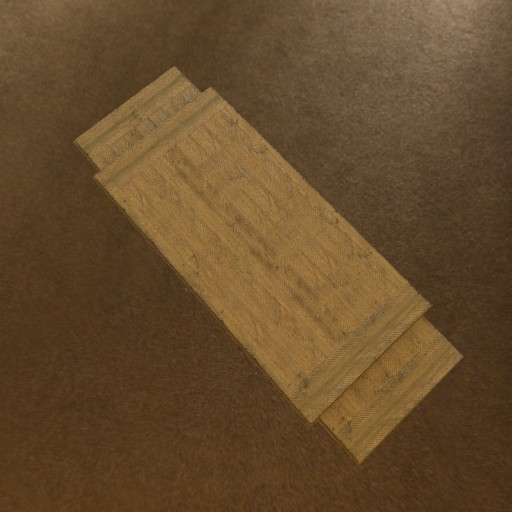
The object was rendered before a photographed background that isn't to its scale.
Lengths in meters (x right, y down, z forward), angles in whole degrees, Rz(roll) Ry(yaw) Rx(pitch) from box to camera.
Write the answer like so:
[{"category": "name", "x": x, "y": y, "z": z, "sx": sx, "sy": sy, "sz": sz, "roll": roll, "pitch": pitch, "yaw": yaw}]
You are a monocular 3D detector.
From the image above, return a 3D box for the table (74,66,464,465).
[{"category": "table", "x": 0.000, "y": 0.000, "z": 1.521, "sx": 0.489, "sy": 0.427, "sz": 1.312, "roll": -41, "pitch": 79, "yaw": -10}]
